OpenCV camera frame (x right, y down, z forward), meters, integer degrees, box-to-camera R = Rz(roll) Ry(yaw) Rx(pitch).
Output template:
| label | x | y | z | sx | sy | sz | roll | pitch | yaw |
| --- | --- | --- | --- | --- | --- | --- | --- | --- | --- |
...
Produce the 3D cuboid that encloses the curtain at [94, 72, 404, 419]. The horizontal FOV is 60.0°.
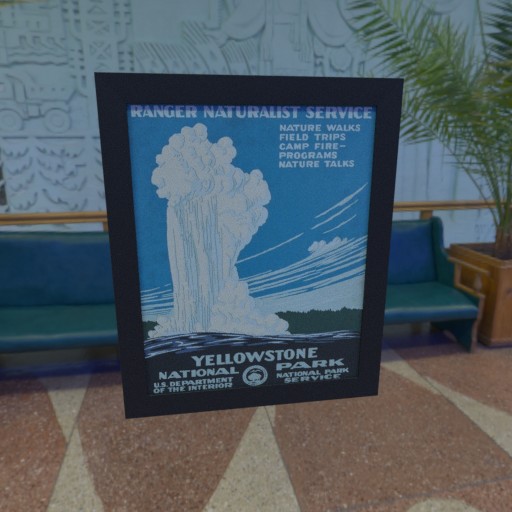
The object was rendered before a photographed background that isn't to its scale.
| label | x | y | z | sx | sy | sz | roll | pitch | yaw |
| --- | --- | --- | --- | --- | --- | --- | --- | --- | --- |
| curtain | 0.000 | 0.000 | 0.774 | 0.483 | 0.585 | 0.027 | -2 | 16 | -9 |
